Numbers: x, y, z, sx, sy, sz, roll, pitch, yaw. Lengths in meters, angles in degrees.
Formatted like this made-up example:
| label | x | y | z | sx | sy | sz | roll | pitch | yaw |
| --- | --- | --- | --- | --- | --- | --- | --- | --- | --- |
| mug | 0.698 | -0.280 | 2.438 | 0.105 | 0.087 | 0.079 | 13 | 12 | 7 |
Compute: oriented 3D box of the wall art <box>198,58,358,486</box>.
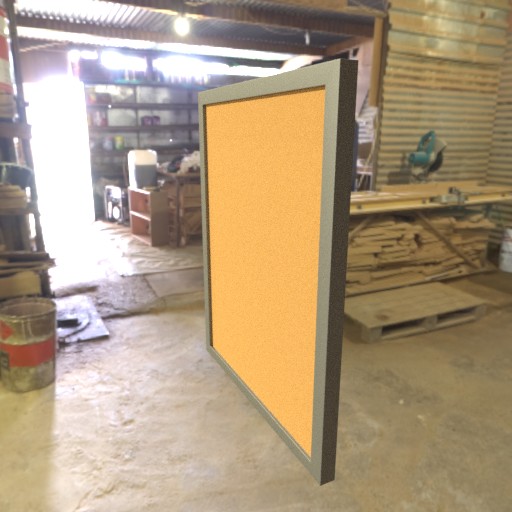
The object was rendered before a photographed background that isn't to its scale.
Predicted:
| label | x | y | z | sx | sy | sz | roll | pitch | yaw |
| --- | --- | --- | --- | --- | --- | --- | --- | --- | --- |
| wall art | 0.000 | 0.000 | 0.755 | 0.029 | 0.558 | 0.458 | -8 | 17 | -26 |
